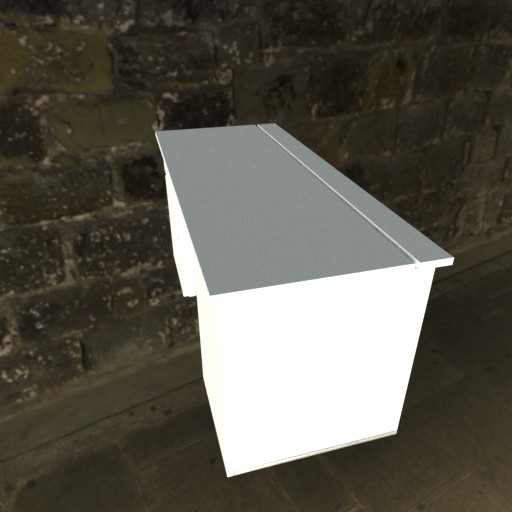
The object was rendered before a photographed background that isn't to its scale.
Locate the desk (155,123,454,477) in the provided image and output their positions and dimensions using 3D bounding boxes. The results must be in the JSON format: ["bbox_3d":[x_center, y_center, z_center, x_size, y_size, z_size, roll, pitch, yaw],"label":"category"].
[{"bbox_3d":[0.000,0.000,1.968,0.670,0.760,1.580,-8,31,-14],"label":"desk"}]
